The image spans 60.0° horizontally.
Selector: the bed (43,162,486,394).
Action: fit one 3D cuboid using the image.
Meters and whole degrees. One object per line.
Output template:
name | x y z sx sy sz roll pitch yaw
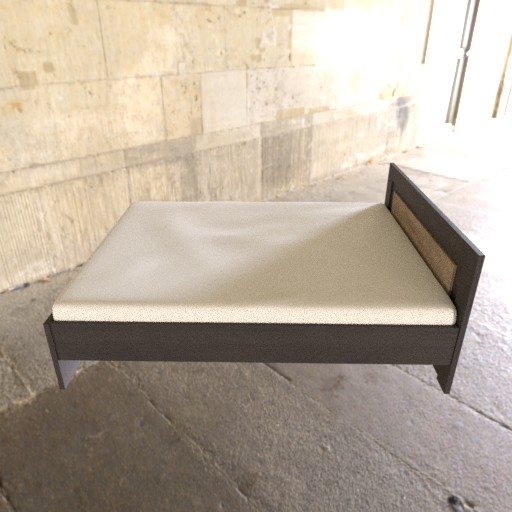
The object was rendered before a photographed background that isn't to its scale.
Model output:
bed | 0.000 0.000 2.882 2.073 0.823 1.585 0 27 1
